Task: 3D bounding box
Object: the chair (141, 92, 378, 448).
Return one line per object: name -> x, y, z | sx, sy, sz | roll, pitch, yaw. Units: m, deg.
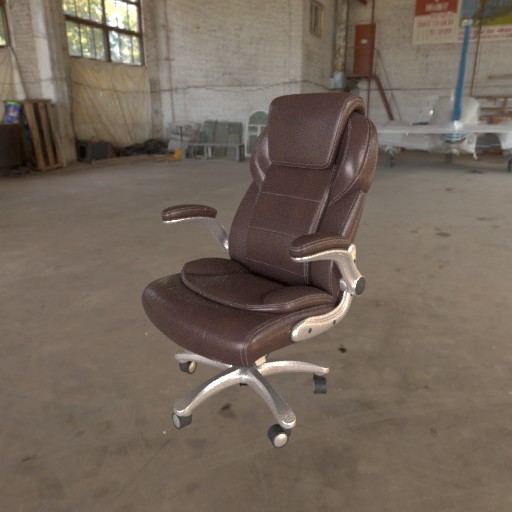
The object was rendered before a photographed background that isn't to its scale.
chair -> 0.000, 0.000, 1.650 | 0.774, 1.160, 0.733 | -17, 24, -42
